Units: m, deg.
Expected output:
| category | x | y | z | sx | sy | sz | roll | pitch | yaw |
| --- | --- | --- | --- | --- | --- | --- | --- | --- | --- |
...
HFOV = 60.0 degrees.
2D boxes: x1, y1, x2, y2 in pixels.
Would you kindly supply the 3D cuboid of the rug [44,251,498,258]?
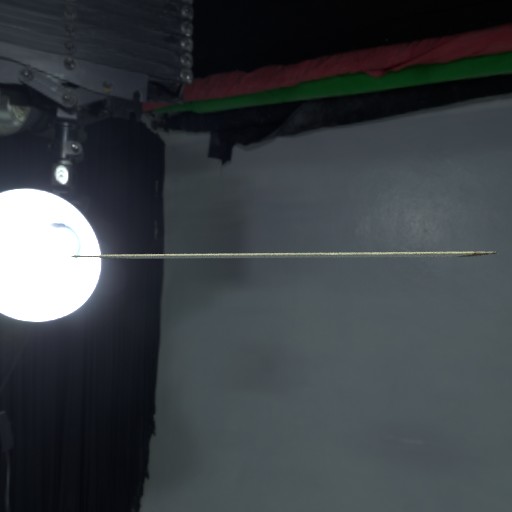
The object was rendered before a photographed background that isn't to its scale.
| category | x | y | z | sx | sy | sz | roll | pitch | yaw |
| --- | --- | --- | --- | --- | --- | --- | --- | --- | --- |
| rug | 0.000 | 0.000 | 2.632 | 2.440 | 0.013 | 0.769 | 0 | -1 | 19 |
